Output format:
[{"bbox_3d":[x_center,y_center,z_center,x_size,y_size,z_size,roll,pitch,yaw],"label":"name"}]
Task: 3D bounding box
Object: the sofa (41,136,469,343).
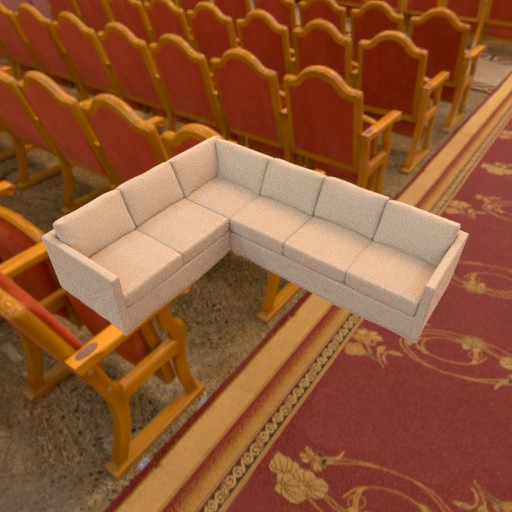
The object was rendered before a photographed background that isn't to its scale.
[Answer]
[{"bbox_3d":[0.000,0.000,4.272,3.182,0.871,2.432,26,47,27],"label":"sofa"}]
